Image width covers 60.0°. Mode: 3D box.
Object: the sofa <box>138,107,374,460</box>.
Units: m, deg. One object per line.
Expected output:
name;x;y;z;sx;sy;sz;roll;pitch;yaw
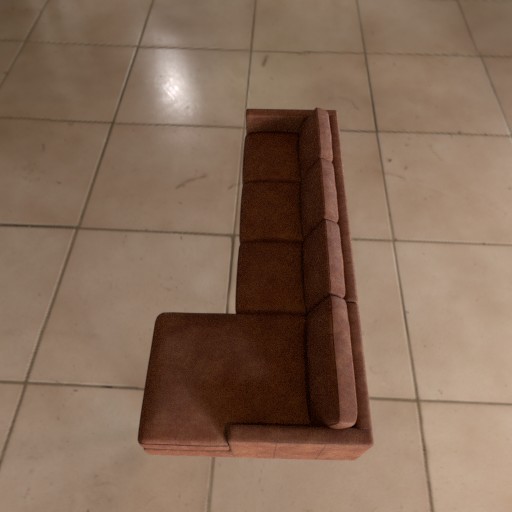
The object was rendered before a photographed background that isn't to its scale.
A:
sofa;0.000;0.000;3.918;1.581;0.883;3.203;1;57;1
